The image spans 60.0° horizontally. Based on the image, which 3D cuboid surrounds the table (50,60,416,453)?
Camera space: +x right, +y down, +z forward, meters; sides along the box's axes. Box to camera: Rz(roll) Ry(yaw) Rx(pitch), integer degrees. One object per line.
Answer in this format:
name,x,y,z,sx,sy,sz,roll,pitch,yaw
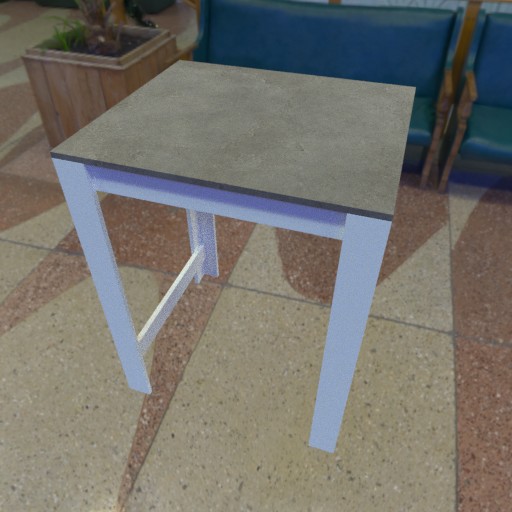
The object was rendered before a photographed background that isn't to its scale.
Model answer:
table,0.000,0.000,1.543,0.800,1.020,0.700,13,43,14
